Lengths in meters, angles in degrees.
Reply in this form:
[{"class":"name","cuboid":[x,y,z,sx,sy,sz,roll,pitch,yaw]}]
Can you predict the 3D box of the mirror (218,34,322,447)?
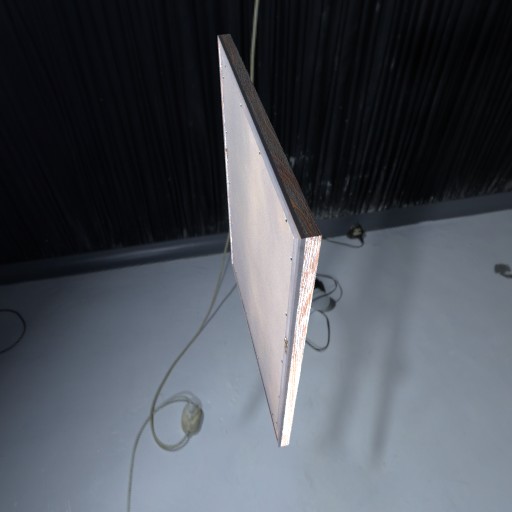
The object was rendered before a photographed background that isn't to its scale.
[{"class":"mirror","cuboid":[0.000,0.000,1.212,0.032,0.882,0.730,-10,49,-8]}]
